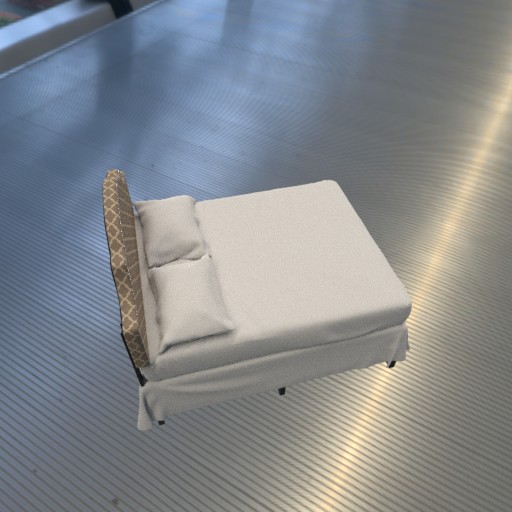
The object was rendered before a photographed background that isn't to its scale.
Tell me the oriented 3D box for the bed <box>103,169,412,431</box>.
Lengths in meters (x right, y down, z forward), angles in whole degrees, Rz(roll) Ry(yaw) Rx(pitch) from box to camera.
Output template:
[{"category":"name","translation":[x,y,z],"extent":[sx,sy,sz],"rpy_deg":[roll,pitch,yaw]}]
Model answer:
[{"category":"bed","translation":[0.000,0.000,3.508],"extent":[2.222,1.633,1.780],"rpy_deg":[-11,47,-10]}]
